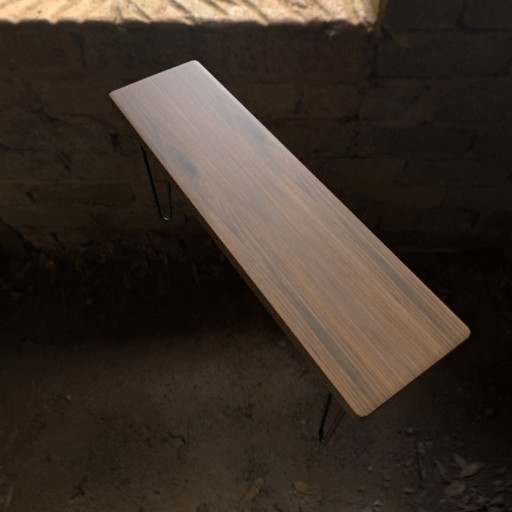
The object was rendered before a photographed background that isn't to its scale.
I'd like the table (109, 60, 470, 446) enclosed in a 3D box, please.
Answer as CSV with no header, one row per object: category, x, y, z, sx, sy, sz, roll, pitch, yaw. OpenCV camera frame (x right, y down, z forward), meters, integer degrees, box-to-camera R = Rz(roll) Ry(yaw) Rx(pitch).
table,0.000,0.000,1.889,0.425,0.834,1.570,-30,62,-18
